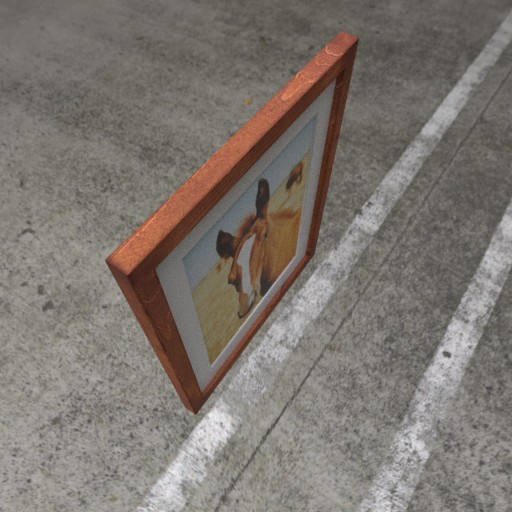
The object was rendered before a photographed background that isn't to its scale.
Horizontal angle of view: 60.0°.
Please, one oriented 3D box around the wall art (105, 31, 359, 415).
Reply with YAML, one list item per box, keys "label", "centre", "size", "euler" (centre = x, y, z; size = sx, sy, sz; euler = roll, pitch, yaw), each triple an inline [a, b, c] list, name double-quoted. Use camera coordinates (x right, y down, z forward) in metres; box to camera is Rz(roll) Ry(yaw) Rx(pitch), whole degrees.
- label: "wall art"
  centre: [0.000, 0.000, 0.751]
  size: [0.030, 0.558, 0.462]
  euler: [30, 62, 18]
